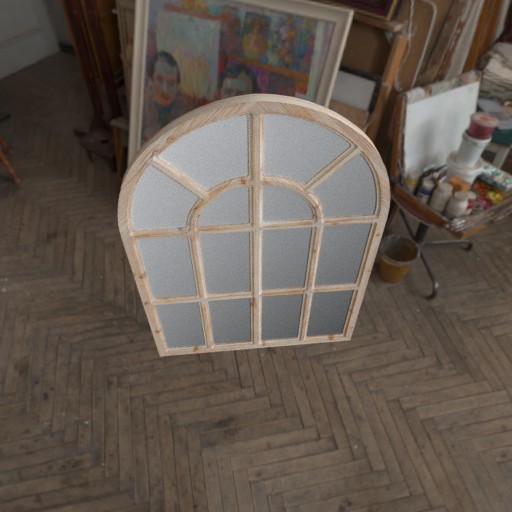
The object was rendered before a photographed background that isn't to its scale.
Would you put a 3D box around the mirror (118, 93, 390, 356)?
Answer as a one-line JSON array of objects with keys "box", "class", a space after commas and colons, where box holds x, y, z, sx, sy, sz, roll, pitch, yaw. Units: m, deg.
[{"box": [0.000, 0.000, 1.198, 0.660, 0.920, 0.032, -4, 48, -4], "class": "mirror"}]
